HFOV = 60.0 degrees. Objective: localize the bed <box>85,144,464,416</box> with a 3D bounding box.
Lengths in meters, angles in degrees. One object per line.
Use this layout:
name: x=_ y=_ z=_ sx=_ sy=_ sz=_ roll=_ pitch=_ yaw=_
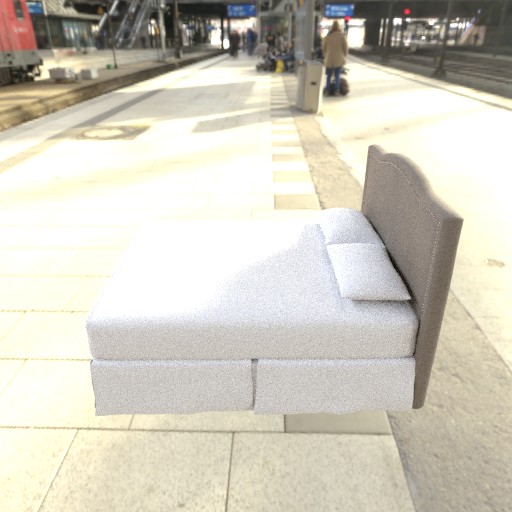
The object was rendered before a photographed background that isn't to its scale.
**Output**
bed: x=0.000 y=0.000 z=3.269 sx=2.128 sy=1.441 sz=1.744 roll=0 pitch=26 yaw=0
